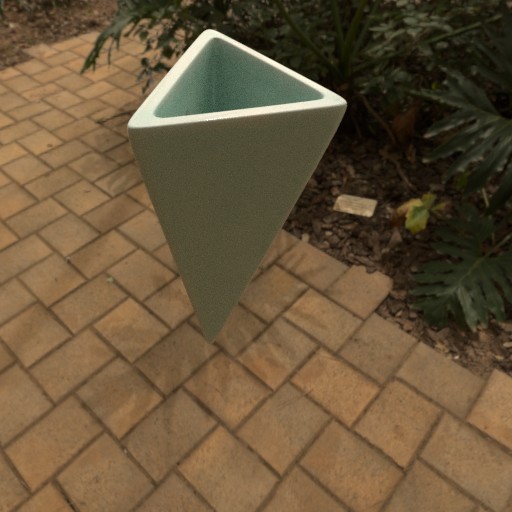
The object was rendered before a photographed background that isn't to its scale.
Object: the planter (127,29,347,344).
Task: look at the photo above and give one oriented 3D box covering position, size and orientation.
[{"bbox_3d":[0.000,0.000,0.217,0.064,0.178,0.080,10,47,9],"label":"planter"}]
